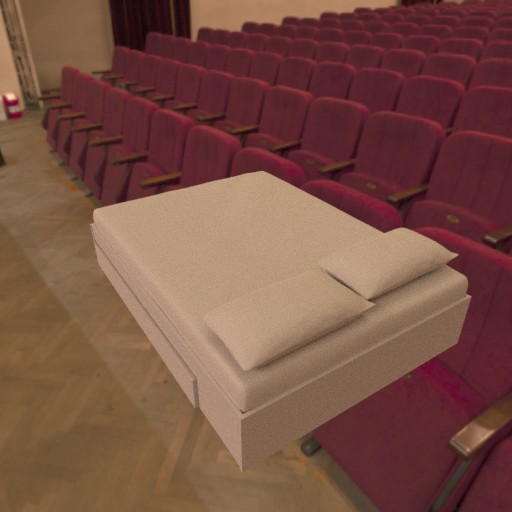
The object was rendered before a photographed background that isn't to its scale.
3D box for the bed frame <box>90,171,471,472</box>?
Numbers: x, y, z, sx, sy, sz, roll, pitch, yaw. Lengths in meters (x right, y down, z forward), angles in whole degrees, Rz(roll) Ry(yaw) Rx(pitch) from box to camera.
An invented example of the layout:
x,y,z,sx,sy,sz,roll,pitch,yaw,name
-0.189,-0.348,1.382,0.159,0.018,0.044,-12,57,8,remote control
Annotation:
x,y,z,sx,sy,sz,roll,pitch,yaw,name
0.000,0.000,2.687,1.450,0.629,1.950,-19,35,-28,bed frame
